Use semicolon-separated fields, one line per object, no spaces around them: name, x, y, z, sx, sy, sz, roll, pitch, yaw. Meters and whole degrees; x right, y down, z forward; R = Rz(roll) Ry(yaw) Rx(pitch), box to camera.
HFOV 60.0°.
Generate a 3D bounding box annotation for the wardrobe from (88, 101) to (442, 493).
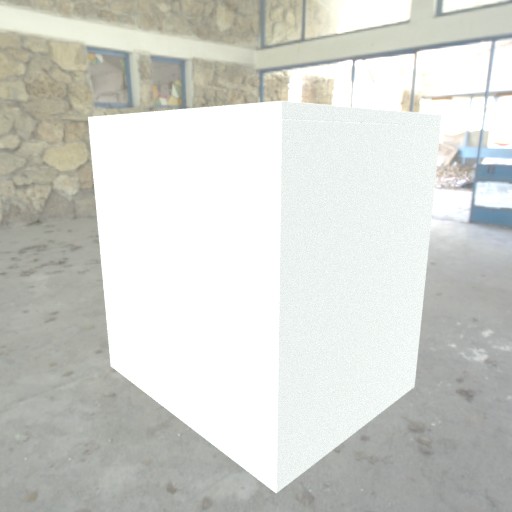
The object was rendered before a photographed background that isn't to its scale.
wardrobe;0.000;0.000;0.861;0.400;0.520;0.500;-14;20;-42
